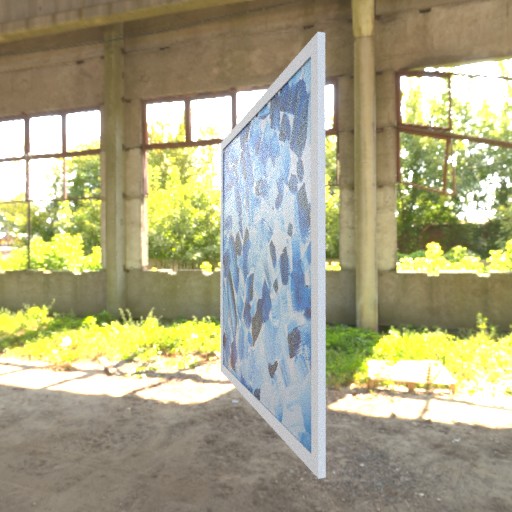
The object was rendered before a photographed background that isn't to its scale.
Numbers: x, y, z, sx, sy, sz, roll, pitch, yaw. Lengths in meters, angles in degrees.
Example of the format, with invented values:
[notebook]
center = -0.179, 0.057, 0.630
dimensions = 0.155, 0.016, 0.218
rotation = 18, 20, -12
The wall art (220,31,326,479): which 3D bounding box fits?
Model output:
[wall art]
center = 0.000, 0.000, 1.195
dimensions = 0.015, 0.812, 0.812
rotation = 0, -1, -17
